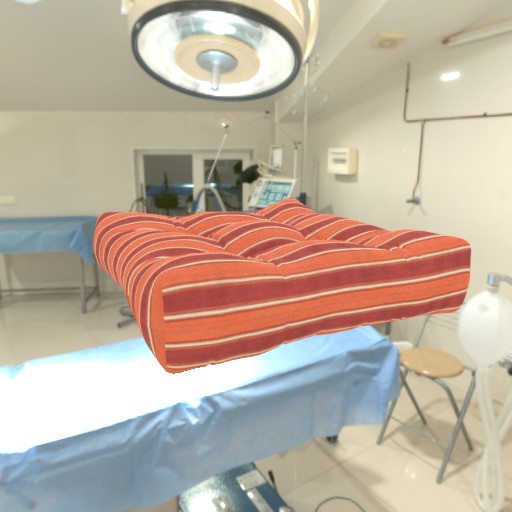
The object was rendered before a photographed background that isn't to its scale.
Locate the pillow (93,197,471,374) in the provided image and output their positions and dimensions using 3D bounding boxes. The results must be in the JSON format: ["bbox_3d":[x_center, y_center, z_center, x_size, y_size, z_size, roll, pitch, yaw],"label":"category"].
[{"bbox_3d":[0.000,0.000,0.738,0.468,0.133,0.490,-7,15,-26],"label":"pillow"}]
